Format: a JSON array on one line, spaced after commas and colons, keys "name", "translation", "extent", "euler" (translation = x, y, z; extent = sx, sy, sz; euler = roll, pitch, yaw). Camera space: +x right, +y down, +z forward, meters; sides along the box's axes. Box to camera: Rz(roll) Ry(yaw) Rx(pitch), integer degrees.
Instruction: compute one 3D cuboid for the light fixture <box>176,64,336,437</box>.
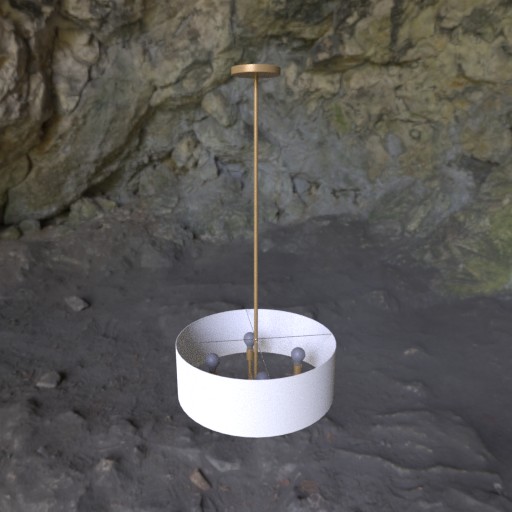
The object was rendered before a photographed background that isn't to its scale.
[{"name": "light fixture", "translation": [0.000, 0.000, 1.352], "extent": [0.508, 1.067, 0.508], "euler": [0, 15, 0]}]
